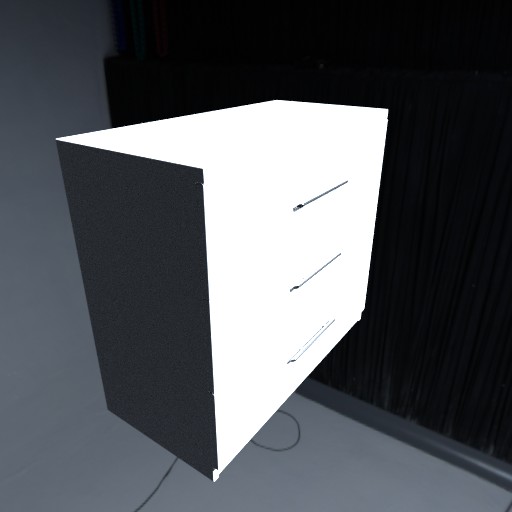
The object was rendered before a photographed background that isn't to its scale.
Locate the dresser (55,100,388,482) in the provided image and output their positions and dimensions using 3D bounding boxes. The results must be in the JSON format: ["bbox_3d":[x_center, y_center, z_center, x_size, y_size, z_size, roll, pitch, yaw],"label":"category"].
[{"bbox_3d":[0.000,0.000,1.263,0.420,0.740,0.830,17,31,32],"label":"dresser"}]
